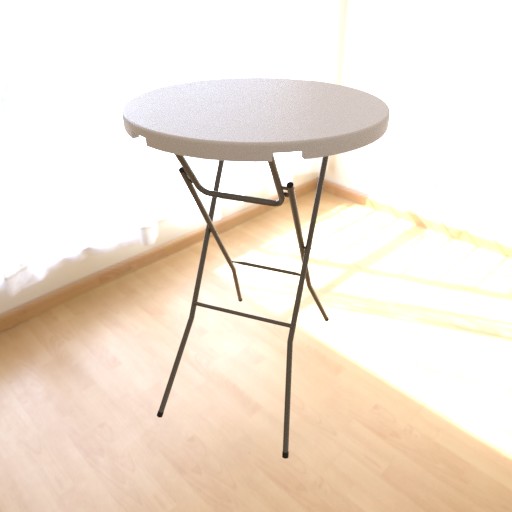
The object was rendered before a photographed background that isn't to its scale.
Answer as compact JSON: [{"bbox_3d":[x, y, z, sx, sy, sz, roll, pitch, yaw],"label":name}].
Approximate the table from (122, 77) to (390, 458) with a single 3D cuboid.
[{"bbox_3d":[0.000,0.000,1.641,0.792,1.105,0.795,11,34,17],"label":"table"}]
